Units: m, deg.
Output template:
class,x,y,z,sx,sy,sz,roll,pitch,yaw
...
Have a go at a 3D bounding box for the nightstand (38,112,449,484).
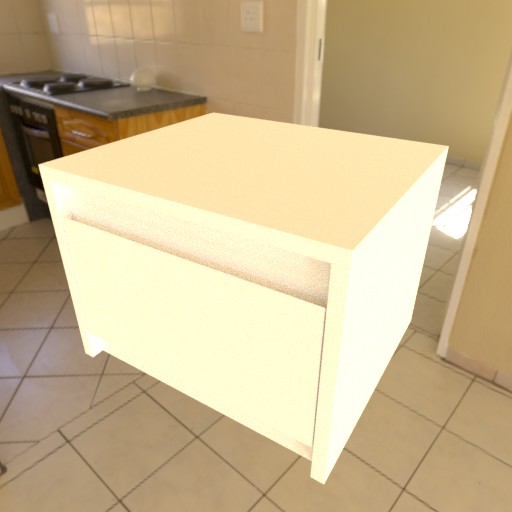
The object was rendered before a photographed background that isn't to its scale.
class,x,y,z,sx,sy,sz,roll,pitch,yaw
nightstand,0.000,0.000,0.754,0.470,0.351,0.408,17,34,28
